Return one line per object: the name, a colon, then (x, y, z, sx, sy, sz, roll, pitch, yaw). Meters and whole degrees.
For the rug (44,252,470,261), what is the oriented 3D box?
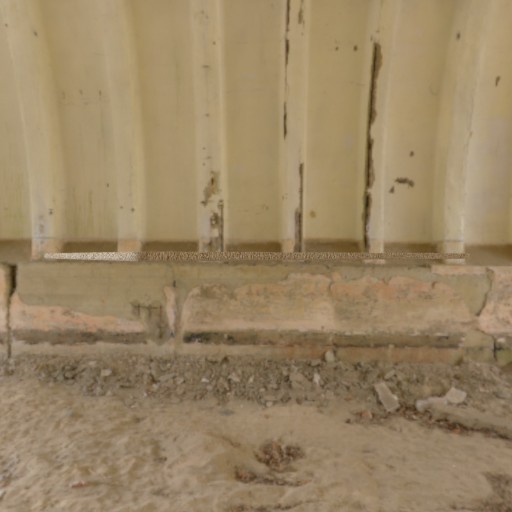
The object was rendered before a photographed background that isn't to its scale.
rug: (0.000, 0.000, 2.063, 1.600, 0.025, 1.199, 0, 0, -36)
